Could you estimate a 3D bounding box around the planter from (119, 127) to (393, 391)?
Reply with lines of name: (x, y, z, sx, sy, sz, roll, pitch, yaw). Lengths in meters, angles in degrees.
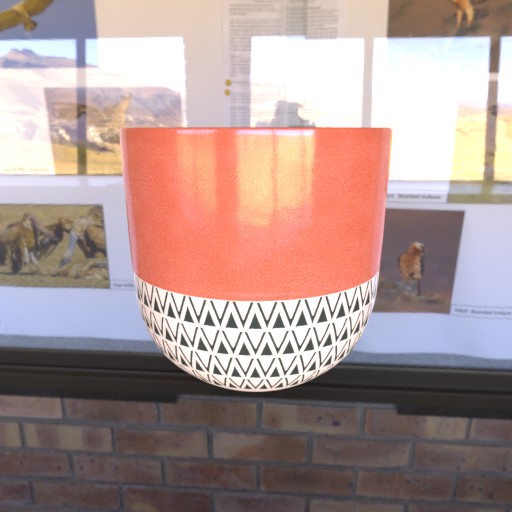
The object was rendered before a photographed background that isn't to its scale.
planter: (0.000, 0.000, 0.485, 0.266, 0.270, 0.266, 0, 16, 0)
